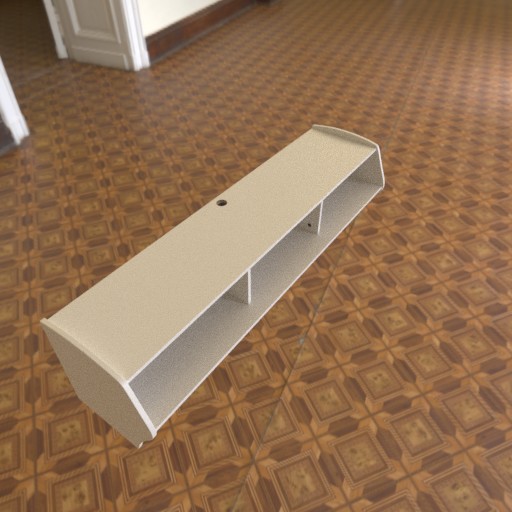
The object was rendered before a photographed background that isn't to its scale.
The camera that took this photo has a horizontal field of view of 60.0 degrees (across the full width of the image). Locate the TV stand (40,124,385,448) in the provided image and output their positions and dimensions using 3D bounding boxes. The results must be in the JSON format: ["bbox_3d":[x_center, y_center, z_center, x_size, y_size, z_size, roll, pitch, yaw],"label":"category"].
[{"bbox_3d":[0.000,0.000,1.698,0.397,0.424,1.473,26,48,26],"label":"TV stand"}]
